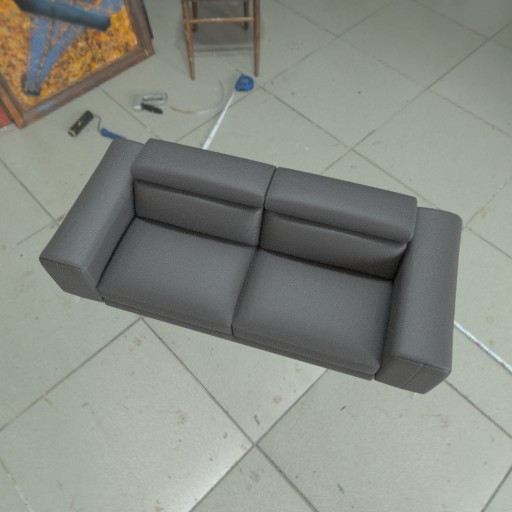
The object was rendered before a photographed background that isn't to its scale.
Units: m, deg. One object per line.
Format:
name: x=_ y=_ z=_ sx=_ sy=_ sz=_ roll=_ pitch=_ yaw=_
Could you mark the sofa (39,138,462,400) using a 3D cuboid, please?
sofa: x=0.000 y=0.000 z=2.756 sx=2.321 sy=0.759 sz=1.023 roll=14 pitch=60 yaw=8
